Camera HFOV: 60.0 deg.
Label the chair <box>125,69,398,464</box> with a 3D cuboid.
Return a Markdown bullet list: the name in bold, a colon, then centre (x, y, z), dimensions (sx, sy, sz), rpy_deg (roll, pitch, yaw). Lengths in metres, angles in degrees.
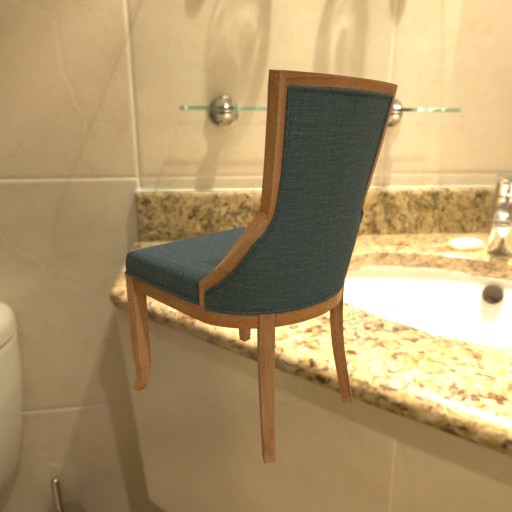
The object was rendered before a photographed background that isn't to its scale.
- **chair**: centre (0.000, 0.000, 1.310), dimensions (0.641, 0.947, 0.524), rpy_deg (16, 22, 42)
